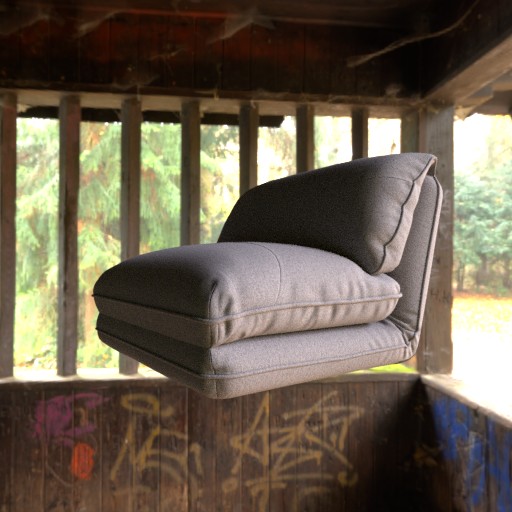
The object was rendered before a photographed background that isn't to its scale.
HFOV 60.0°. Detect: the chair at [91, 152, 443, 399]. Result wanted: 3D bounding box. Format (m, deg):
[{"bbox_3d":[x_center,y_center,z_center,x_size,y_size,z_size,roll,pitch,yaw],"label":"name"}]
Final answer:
[{"bbox_3d":[0.000,0.000,1.339,0.780,0.580,0.820,0,-1,-35],"label":"chair"}]
